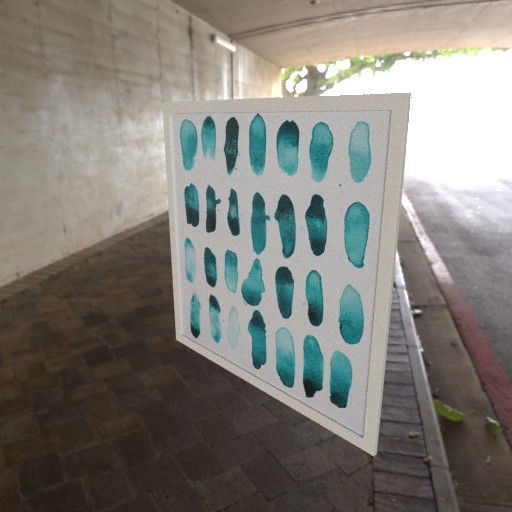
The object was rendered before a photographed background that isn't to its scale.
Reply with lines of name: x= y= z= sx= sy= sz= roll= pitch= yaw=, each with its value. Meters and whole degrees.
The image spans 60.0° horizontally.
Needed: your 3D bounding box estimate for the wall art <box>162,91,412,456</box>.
wall art: x=0.000 y=0.000 z=1.212 sx=0.013 sy=0.813 sz=0.812 roll=-16 pitch=24 yaw=-42
